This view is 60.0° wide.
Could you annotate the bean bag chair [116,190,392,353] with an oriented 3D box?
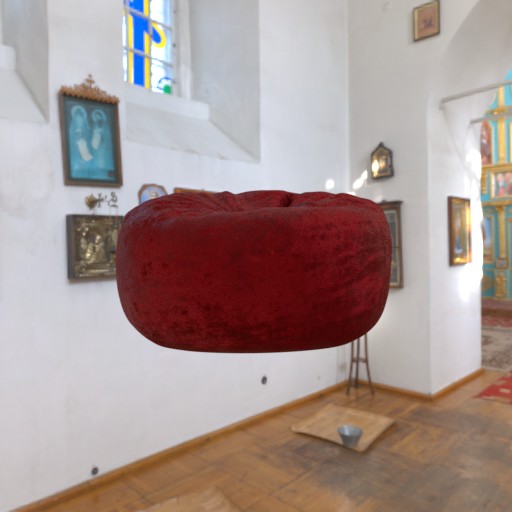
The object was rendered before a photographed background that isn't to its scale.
[{"bbox_3d":[0.000,0.000,2.435,1.524,0.878,1.524,0,0,-1],"label":"bean bag chair"}]
